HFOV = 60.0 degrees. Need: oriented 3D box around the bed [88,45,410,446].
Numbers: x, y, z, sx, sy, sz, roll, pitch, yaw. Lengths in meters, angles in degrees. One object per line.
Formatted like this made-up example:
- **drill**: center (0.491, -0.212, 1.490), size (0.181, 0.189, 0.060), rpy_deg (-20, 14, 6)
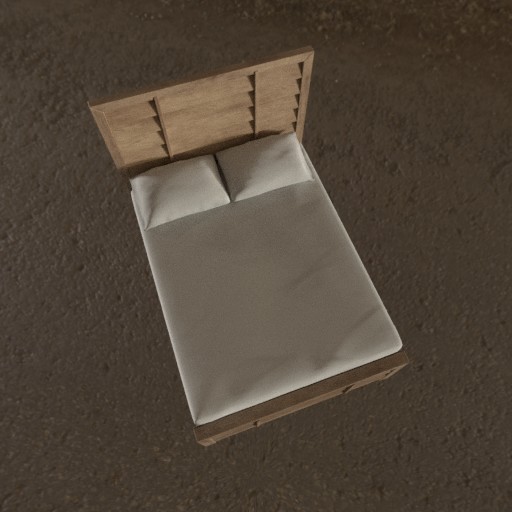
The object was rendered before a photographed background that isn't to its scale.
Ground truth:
- **bed**: center (0.000, 0.000, 3.372), size (1.626, 1.626, 2.197), rpy_deg (-18, 65, -8)
